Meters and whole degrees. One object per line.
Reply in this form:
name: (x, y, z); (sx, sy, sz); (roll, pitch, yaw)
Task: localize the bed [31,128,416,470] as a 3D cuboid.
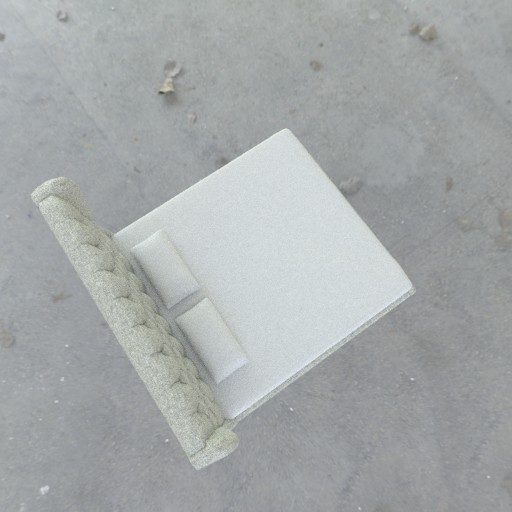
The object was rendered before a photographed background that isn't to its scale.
bed: (0.000, 0.000, 3.826); (2.347, 1.771, 2.219); (-34, 78, -8)
